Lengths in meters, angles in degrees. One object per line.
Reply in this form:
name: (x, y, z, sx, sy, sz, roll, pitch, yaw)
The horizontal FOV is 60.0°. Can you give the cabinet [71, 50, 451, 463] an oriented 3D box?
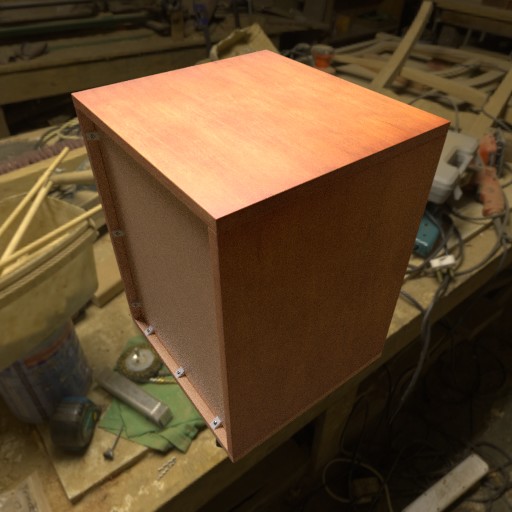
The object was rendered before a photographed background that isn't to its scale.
cabinet: (0.000, 0.000, 0.832, 0.401, 0.579, 0.409, -26, 47, -27)
